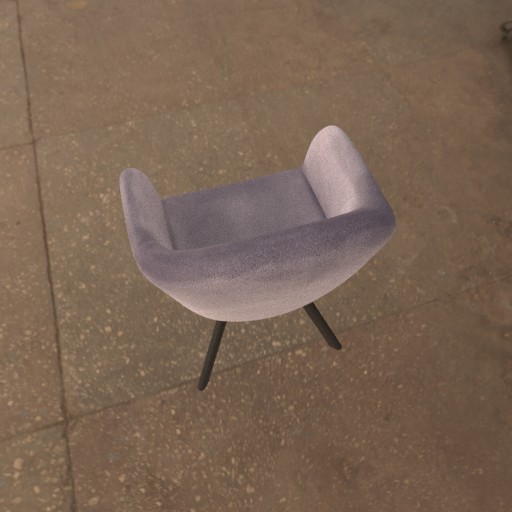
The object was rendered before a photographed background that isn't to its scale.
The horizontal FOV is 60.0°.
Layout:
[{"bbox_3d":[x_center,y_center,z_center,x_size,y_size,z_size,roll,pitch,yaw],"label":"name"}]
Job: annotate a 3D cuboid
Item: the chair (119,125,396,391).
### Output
[{"bbox_3d":[0.000,0.000,1.162,0.570,0.780,0.540,-14,58,-9],"label":"chair"}]
